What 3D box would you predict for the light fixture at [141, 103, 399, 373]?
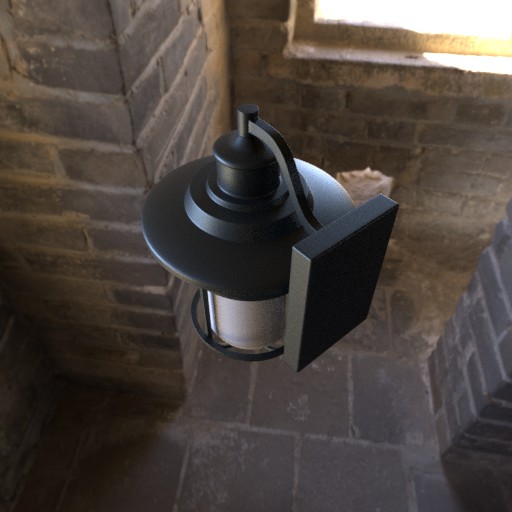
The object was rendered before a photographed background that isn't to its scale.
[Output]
[{"bbox_3d":[0.000,0.000,0.502,0.222,0.345,0.252,-30,52,-27],"label":"light fixture"}]
